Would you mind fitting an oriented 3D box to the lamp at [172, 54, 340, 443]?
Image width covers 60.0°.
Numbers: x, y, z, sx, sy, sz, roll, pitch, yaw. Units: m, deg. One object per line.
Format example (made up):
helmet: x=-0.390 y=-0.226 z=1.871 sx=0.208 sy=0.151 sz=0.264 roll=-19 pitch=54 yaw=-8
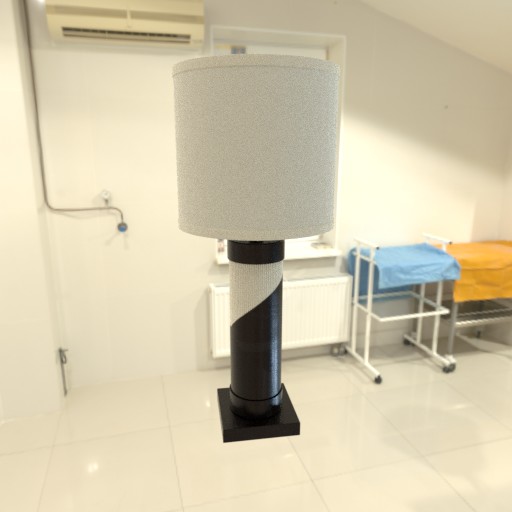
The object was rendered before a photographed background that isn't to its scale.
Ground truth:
lamp: x=0.000 y=0.000 z=0.620 sx=0.211 sy=0.509 sz=0.211 roll=-2 pitch=14 yaw=-9
